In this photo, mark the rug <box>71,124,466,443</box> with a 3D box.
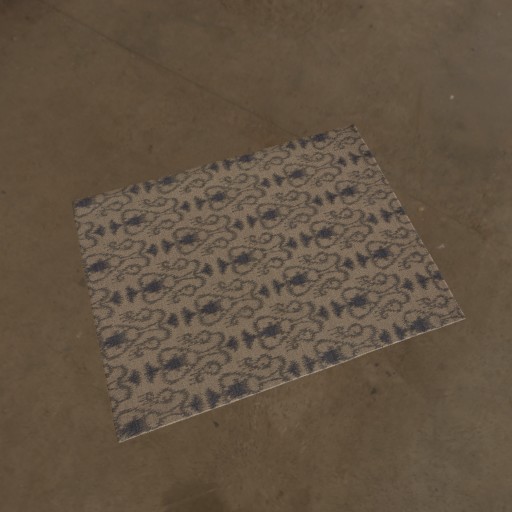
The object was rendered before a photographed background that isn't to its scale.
[{"bbox_3d":[0.000,0.000,4.297,3.205,0.015,2.437,-17,65,-8],"label":"rug"}]
